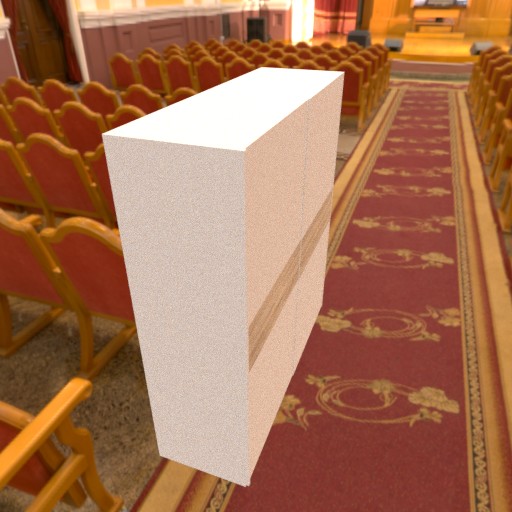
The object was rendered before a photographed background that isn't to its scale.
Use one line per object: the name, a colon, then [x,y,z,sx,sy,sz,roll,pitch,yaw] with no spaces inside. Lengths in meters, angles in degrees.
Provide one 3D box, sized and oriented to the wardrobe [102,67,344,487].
wardrobe: [0.000,0.000,2.897,0.600,2.020,1.830,11,33,18]
